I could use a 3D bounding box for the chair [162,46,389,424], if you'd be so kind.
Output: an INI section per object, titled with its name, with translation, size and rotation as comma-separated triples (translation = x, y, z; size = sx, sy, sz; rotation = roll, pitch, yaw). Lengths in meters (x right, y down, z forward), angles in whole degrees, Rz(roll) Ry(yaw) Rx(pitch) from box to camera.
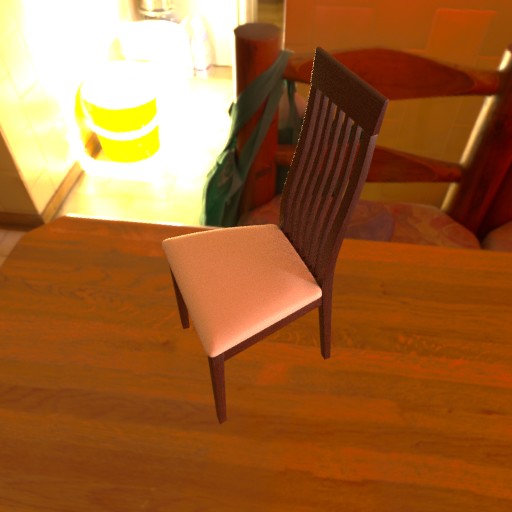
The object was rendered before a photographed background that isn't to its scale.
[chair]
translation = 0.000, 0.000, 1.309
size = 0.474, 1.027, 0.460
rotation = -18, 50, -16
